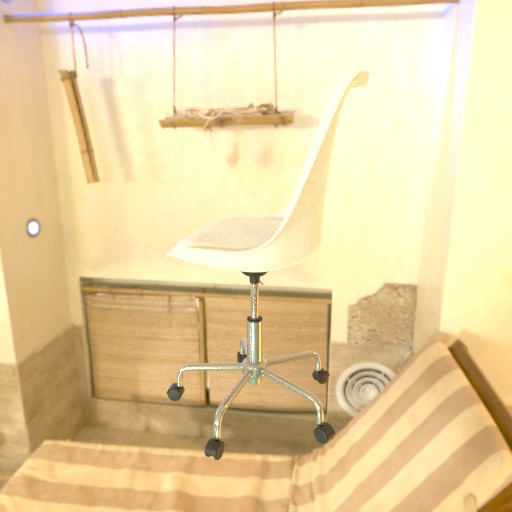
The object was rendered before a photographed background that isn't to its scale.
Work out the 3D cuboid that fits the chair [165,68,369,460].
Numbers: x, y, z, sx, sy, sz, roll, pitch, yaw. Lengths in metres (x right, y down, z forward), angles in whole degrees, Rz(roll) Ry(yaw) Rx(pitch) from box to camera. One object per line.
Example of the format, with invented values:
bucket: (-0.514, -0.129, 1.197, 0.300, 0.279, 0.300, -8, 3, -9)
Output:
chair: (0.000, 0.000, 1.237, 0.550, 0.930, 0.550, 2, 14, 7)
